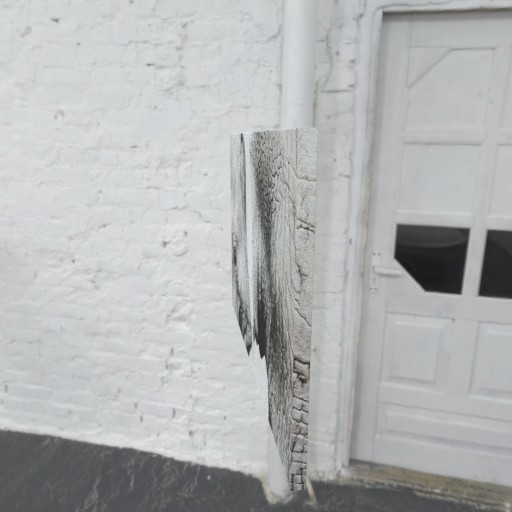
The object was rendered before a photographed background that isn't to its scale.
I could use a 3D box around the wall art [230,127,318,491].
[{"bbox_3d":[0.000,0.000,1.411,0.035,0.758,1.141,-2,15,-9],"label":"wall art"}]
